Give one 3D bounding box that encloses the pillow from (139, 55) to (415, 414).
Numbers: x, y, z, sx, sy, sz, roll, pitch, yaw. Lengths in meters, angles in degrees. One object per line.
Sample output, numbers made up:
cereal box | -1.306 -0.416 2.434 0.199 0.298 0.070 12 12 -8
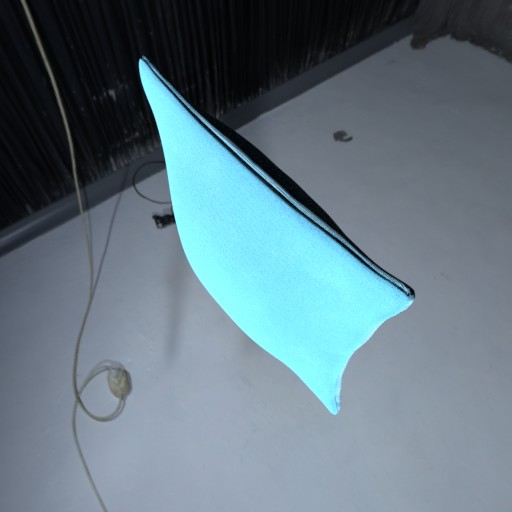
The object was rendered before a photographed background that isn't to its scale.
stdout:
pillow | 0.000 0.000 0.632 0.151 0.415 0.433 -35 64 -20
